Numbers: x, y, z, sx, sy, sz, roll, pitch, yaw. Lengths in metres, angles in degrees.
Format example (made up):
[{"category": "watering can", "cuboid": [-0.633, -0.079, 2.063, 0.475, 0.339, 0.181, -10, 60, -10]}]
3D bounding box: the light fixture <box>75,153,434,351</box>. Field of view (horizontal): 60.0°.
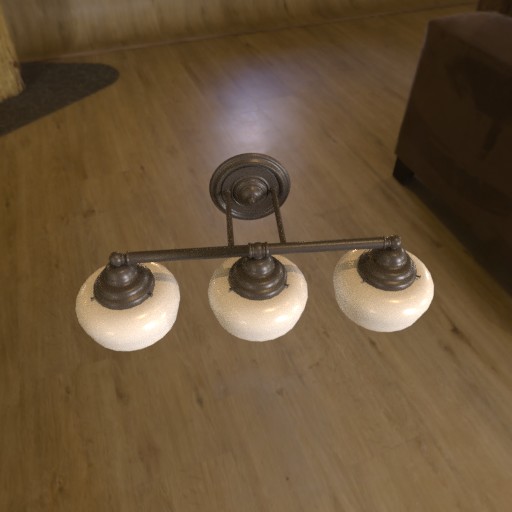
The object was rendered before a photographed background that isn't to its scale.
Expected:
[{"category": "light fixture", "cuboid": [0.000, 0.000, 0.730, 0.587, 0.242, 0.239, -4, 45, -4]}]
